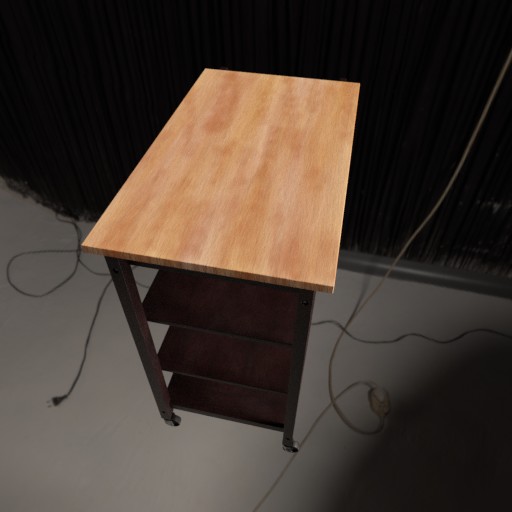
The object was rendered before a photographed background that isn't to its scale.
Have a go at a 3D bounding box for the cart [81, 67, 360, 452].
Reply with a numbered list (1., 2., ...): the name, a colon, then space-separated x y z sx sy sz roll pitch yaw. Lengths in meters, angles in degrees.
1. cart: 0.000 0.000 1.413 0.472 0.878 0.914 9 47 9
